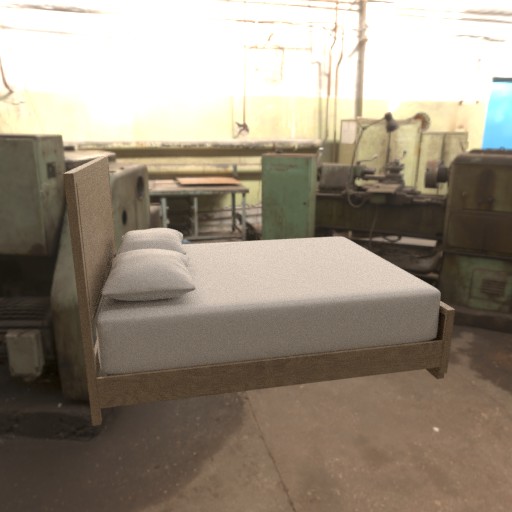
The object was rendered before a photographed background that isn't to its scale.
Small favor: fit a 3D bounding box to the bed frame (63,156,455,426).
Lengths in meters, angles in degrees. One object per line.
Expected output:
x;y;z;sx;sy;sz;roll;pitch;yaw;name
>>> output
0.000;0.000;3.231;2.189;1.369;1.606;-3;16;-12;bed frame
